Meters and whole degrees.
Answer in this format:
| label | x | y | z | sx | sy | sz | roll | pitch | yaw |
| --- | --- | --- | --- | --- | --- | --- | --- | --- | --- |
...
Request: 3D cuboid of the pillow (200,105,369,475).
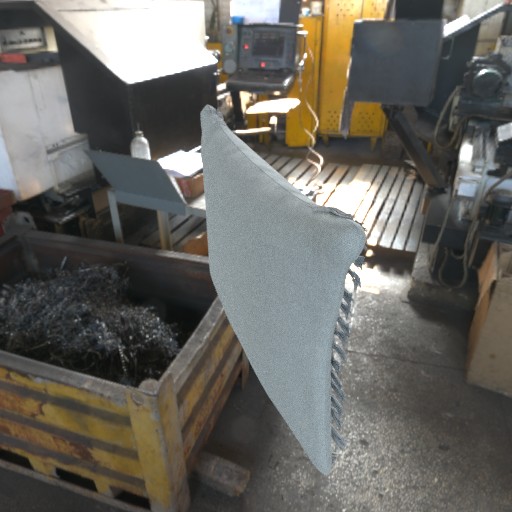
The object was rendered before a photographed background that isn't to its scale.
| label | x | y | z | sx | sy | sz | roll | pitch | yaw |
| --- | --- | --- | --- | --- | --- | --- | --- | --- | --- |
| pillow | 0.000 | 0.000 | 0.590 | 0.084 | 0.305 | 0.466 | -10 | 32 | -17 |
